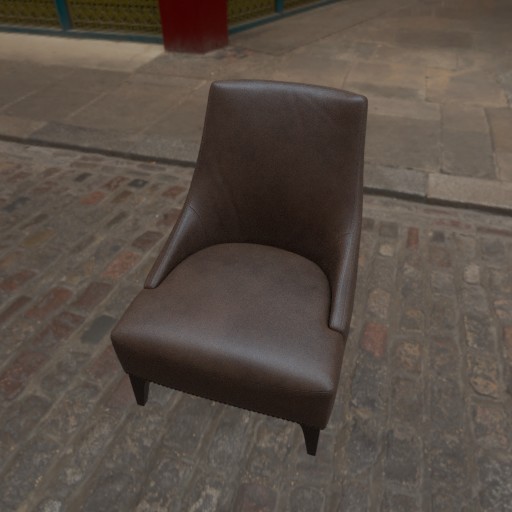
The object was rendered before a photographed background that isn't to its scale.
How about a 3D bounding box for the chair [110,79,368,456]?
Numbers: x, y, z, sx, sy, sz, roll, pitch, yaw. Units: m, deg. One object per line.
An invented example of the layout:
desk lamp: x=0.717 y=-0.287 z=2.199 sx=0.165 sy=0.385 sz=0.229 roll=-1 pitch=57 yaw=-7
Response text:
chair: x=0.000 y=0.000 z=1.510 sx=0.701 sy=0.909 sz=0.861 roll=11 pitch=41 yaw=13
